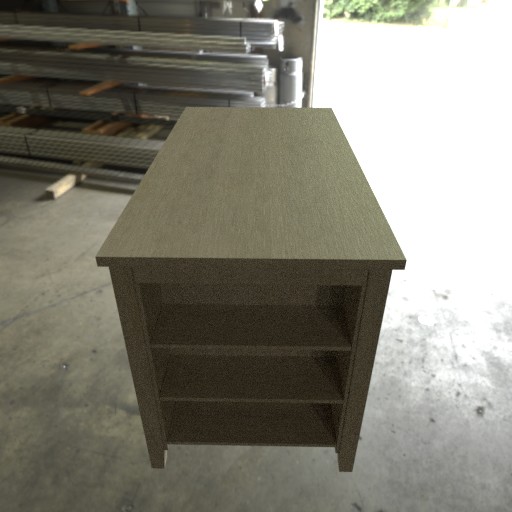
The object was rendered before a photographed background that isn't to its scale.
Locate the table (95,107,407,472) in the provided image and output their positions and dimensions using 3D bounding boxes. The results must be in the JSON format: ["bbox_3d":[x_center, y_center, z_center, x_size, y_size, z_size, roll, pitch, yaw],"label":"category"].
[{"bbox_3d":[0.000,0.000,1.859,0.729,0.874,1.397,1,32,1],"label":"table"}]
